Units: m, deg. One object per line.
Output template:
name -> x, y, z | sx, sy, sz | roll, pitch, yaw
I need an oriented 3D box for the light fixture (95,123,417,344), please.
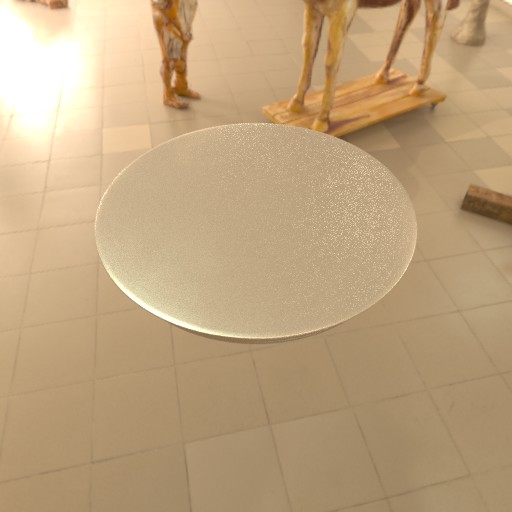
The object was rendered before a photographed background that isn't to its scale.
light fixture -> 0.000, 0.000, 0.445 | 0.280, 0.135, 0.280 | 0, 47, 0
